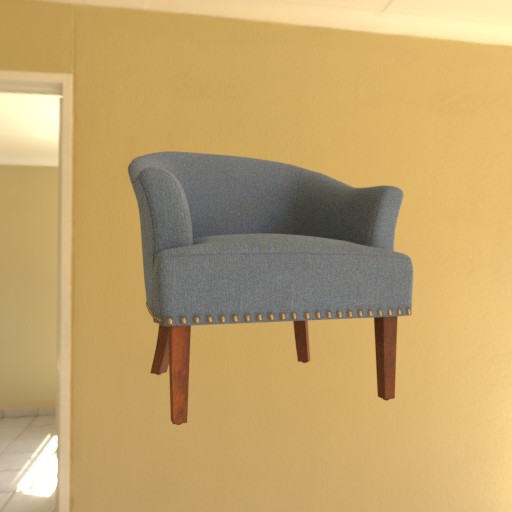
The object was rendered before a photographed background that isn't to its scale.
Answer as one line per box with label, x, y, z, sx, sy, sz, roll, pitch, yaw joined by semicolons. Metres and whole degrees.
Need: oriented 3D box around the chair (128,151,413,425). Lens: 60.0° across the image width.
chair;0.000;0.000;1.439;0.798;0.815;0.704;1;-2;-19
